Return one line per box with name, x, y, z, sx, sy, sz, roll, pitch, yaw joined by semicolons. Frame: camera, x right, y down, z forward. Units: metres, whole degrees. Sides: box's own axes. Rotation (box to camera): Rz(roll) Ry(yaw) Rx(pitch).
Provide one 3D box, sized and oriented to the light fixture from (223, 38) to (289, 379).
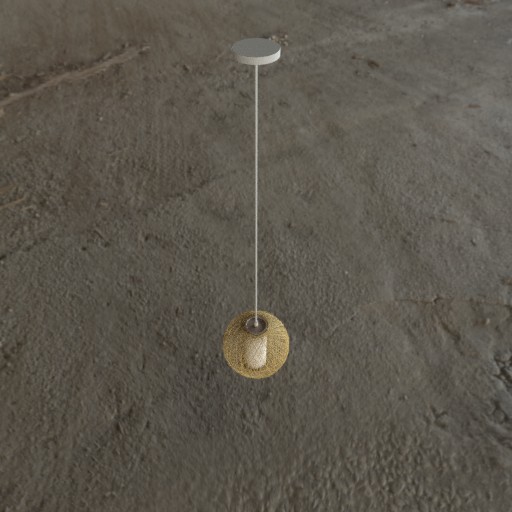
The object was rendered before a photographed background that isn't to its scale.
light fixture;0.000;0.000;2.143;0.407;1.955;0.406;-25;51;-22
